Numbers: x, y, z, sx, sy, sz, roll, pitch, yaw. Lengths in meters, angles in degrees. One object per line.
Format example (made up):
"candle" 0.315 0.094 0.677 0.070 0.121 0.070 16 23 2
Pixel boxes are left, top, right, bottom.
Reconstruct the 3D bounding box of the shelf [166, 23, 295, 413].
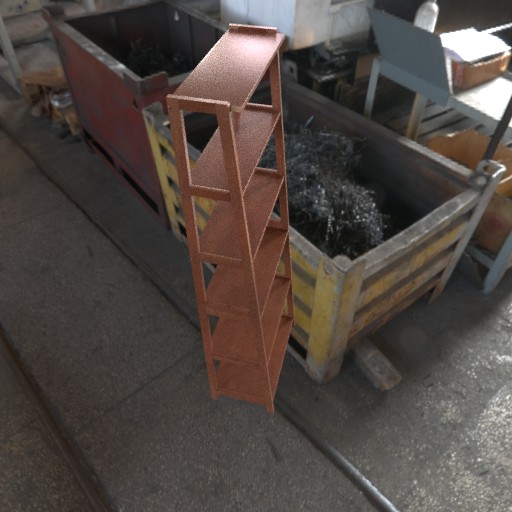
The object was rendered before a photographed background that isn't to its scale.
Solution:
"shelf" 0.000 0.000 2.179 0.382 1.892 0.660 11 46 10
